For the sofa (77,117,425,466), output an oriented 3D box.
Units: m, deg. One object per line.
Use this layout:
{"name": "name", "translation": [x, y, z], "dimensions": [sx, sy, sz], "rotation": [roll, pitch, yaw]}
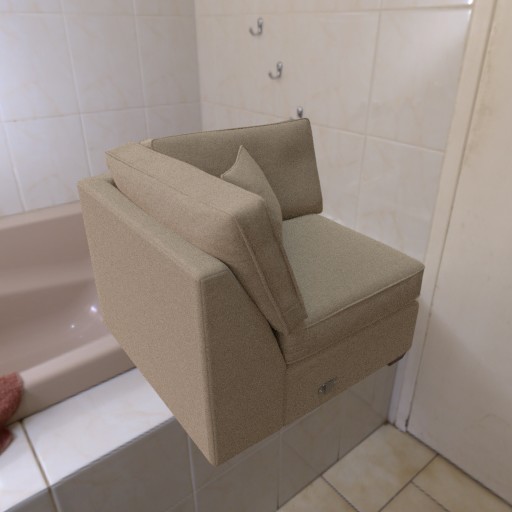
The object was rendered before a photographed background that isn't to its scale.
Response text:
{"name": "sofa", "translation": [0.000, 0.000, 1.973], "dimensions": [1.146, 1.002, 1.084], "rotation": [-19, 33, -32]}
